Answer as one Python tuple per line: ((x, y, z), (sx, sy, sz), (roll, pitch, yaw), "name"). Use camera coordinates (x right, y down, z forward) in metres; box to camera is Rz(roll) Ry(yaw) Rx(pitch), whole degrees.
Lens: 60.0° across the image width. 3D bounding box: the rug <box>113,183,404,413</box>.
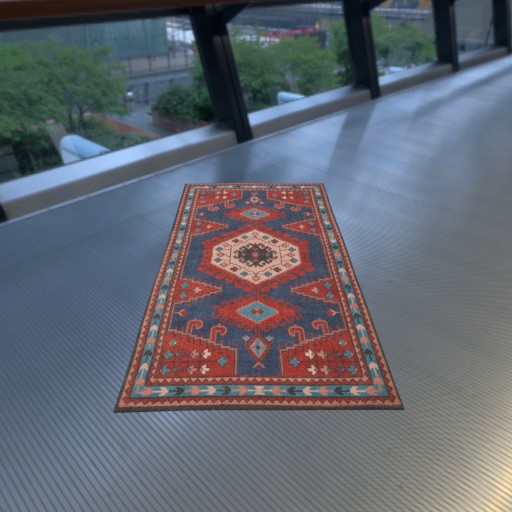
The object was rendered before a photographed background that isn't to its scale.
((0.000, 0.000, 3.589), (1.522, 0.034, 3.032), (0, 32, -1), "rug")
